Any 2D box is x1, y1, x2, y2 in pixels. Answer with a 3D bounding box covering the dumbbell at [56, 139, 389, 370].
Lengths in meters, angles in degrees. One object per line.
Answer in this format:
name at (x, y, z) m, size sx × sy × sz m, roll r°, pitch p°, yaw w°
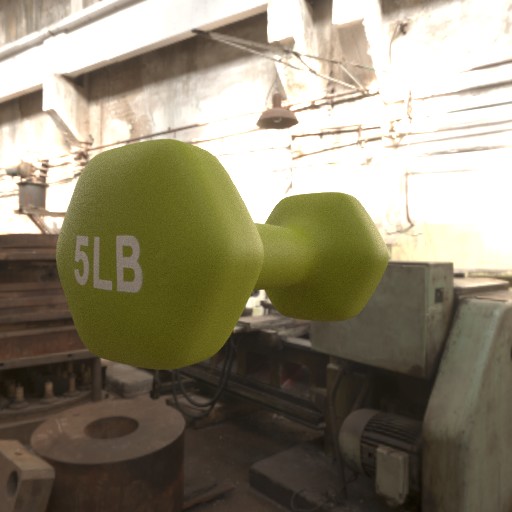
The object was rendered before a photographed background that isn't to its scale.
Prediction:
dumbbell at (0.000, 0.000, 0.201) m, size 0.080 × 0.072 × 0.164 m, roll 0°, pitch -1°, yaw 35°
